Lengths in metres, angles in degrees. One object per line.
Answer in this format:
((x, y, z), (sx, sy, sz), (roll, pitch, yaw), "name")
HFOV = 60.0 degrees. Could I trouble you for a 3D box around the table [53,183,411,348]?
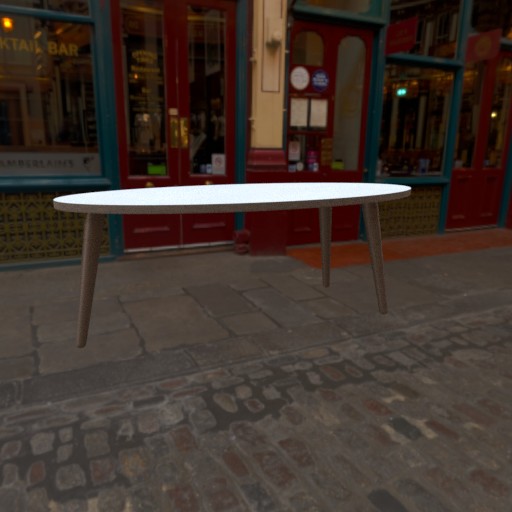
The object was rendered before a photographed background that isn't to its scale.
((0.000, 0.000, 1.340), (1.083, 0.390, 0.542), (-6, 15, -25), "table")
